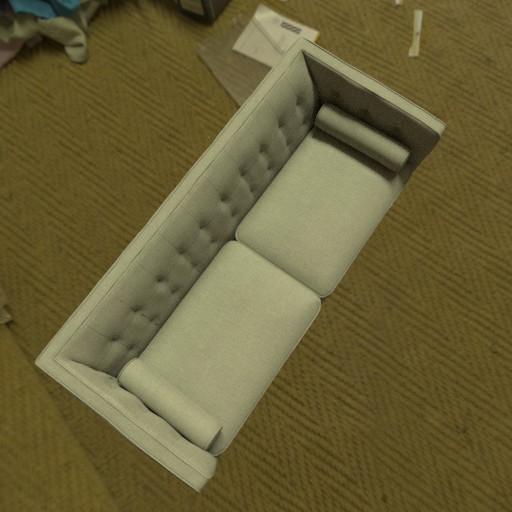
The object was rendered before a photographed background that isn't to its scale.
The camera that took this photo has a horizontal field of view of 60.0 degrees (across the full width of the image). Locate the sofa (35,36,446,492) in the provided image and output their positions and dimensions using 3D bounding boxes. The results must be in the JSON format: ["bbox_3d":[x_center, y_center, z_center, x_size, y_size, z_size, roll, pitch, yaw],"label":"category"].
[{"bbox_3d":[0.000,0.000,2.421,0.912,0.798,2.079,35,78,8],"label":"sofa"}]
